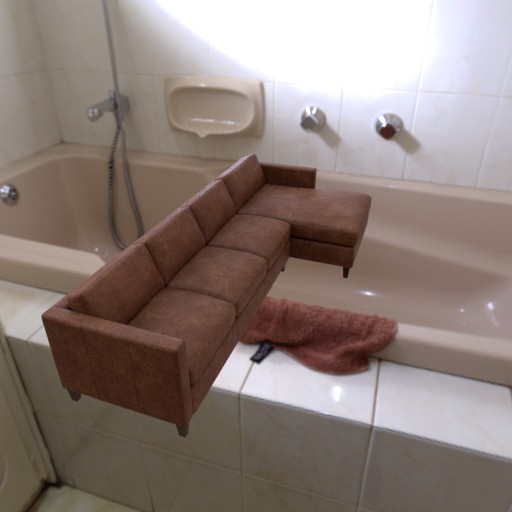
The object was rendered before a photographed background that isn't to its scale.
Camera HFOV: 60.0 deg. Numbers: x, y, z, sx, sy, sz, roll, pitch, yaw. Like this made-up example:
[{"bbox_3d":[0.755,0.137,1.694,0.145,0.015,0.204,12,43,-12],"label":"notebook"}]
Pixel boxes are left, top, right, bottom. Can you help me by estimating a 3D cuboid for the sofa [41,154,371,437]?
[{"bbox_3d":[0.000,0.000,3.856,1.581,0.883,3.203,10,32,17],"label":"sofa"}]
